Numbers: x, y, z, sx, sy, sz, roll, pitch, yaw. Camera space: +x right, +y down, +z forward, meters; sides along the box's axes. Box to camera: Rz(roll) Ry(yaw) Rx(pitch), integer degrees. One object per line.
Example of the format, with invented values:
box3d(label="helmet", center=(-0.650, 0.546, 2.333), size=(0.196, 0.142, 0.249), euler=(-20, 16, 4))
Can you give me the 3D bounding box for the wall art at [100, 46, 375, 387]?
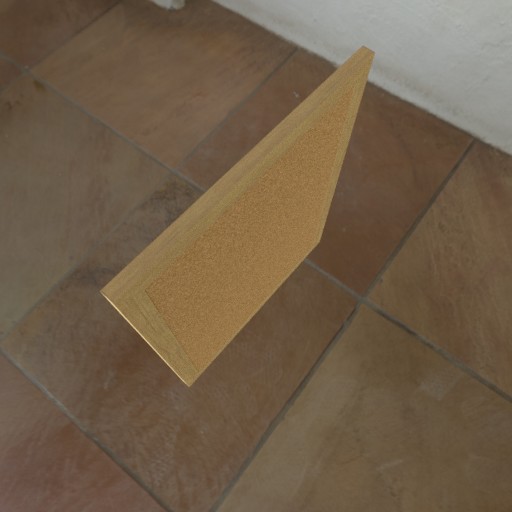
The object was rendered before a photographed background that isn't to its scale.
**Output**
box3d(label="wall art", center=(0.000, 0.000, 0.771), size=(0.020, 0.561, 0.460), euler=(38, 71, 16))
